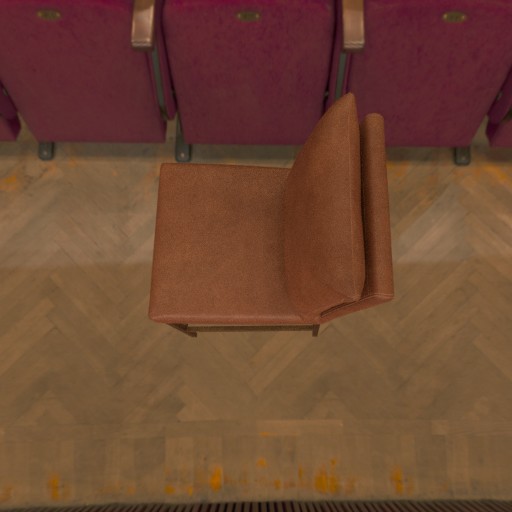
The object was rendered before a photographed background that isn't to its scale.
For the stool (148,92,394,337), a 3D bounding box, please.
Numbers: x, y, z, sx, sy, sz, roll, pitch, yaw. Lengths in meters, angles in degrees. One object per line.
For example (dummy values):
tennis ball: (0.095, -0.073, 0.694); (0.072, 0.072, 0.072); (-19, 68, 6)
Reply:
stool: (0.000, 0.000, 1.416); (0.571, 1.124, 0.463); (1, 76, 0)
